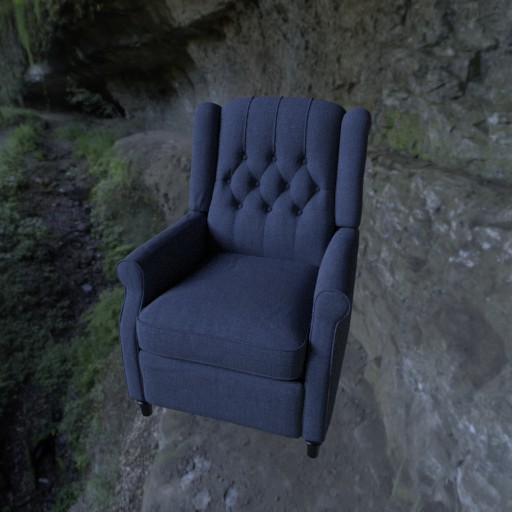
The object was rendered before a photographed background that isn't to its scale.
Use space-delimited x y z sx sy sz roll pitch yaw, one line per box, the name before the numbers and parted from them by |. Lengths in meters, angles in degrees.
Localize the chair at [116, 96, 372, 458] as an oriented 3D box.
chair | 0.000 0.000 1.613 0.742 1.035 0.898 8 27 15
